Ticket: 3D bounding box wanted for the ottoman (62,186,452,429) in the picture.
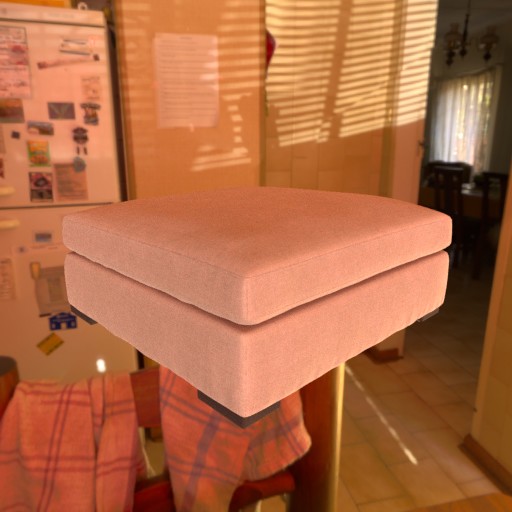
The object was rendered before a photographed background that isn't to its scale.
[{"bbox_3d":[0.000,0.000,1.850,1.203,0.517,1.171,-14,21,-42],"label":"ottoman"}]
